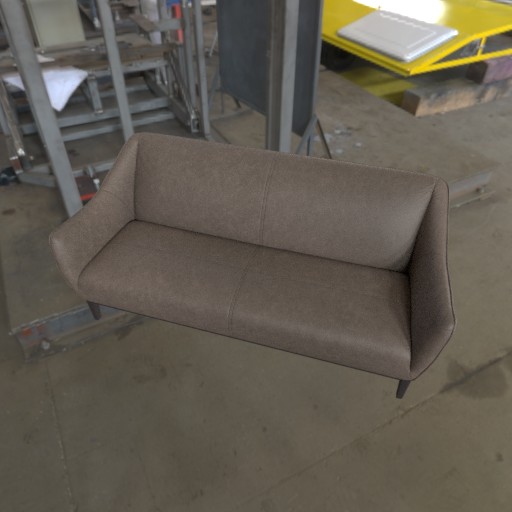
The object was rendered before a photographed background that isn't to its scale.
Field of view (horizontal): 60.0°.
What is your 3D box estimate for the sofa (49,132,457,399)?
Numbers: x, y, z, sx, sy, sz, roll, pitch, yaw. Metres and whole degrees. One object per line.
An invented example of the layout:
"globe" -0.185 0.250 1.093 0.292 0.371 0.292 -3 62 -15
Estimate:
"sofa" 0.000 0.000 2.390 1.928 0.831 0.869 12 43 13
